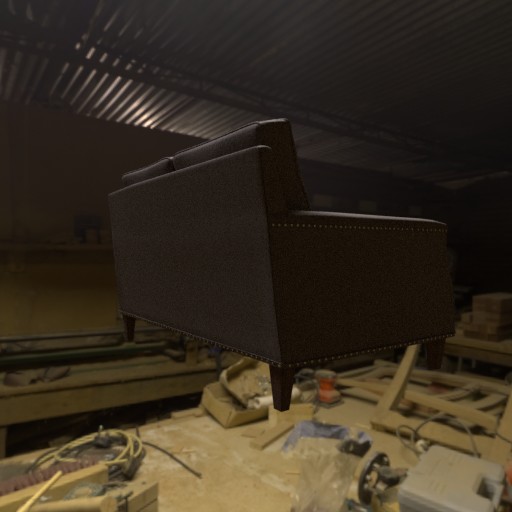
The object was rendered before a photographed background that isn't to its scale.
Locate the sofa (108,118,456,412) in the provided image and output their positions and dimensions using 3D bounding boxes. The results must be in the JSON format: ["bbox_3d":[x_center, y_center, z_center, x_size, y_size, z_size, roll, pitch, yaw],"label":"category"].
[{"bbox_3d":[0.000,0.000,2.293,1.084,1.003,1.597,-1,1,-36],"label":"sofa"}]
